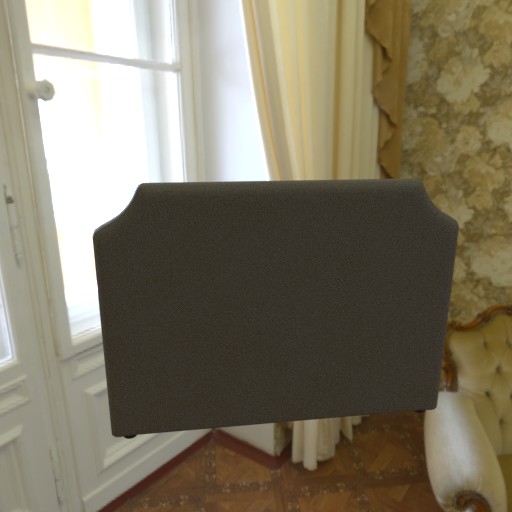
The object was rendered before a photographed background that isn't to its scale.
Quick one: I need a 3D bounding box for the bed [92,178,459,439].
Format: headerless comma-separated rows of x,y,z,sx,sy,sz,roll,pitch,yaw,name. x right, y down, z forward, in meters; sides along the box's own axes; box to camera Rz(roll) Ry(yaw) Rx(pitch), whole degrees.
0.000,0.000,3.800,2.194,1.561,2.536,-2,17,-7,bed
